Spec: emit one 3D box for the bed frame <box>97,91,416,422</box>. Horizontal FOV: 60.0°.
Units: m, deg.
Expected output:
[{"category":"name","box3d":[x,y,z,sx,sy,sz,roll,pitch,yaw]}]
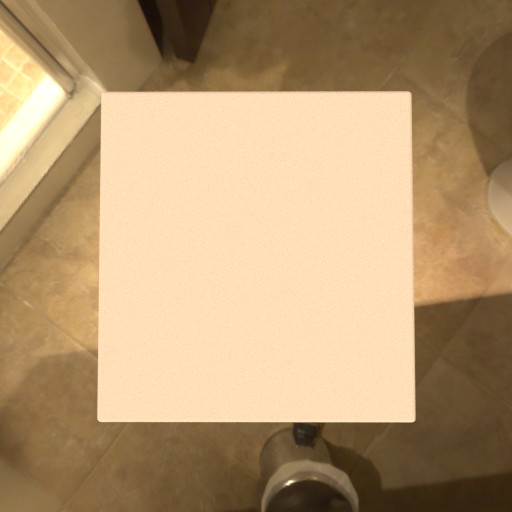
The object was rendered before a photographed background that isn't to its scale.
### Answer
[{"category":"bed frame","box3d":[0.000,0.000,2.965,1.935,0.525,2.033,0,88,0]}]
